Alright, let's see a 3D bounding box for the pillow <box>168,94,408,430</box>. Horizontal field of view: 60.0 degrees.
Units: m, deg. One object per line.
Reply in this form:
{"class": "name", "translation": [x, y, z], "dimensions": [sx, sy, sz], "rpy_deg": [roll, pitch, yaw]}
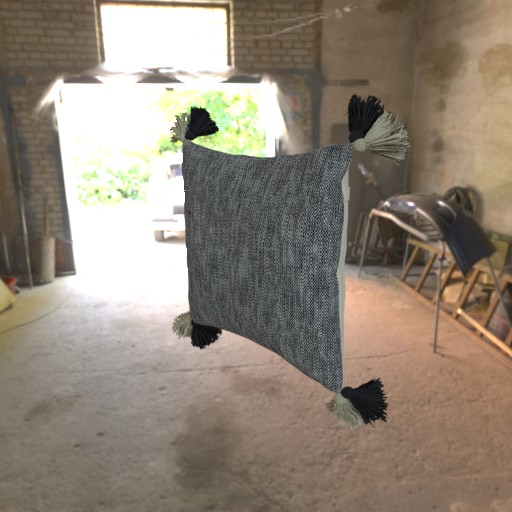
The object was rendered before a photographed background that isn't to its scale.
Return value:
{"class": "pillow", "translation": [0.000, 0.000, 0.977], "dimensions": [0.654, 0.659, 0.170], "rpy_deg": [15, 22, 42]}
